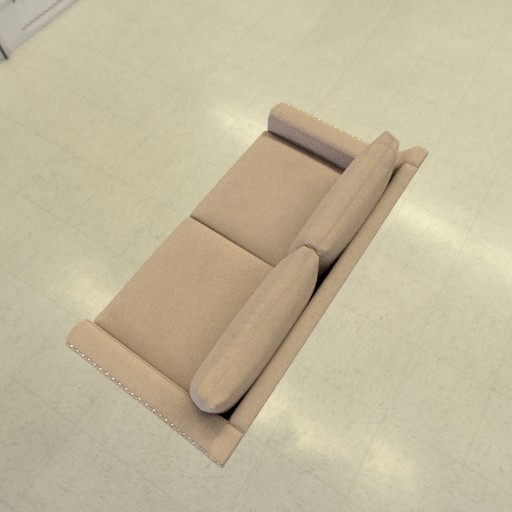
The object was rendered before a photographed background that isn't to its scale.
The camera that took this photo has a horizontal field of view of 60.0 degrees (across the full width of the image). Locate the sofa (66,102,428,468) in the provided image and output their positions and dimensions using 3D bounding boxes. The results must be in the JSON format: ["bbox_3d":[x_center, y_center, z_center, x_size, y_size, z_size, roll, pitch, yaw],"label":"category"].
[{"bbox_3d":[0.000,0.000,2.527,1.030,0.901,1.967,32,67,15],"label":"sofa"}]
